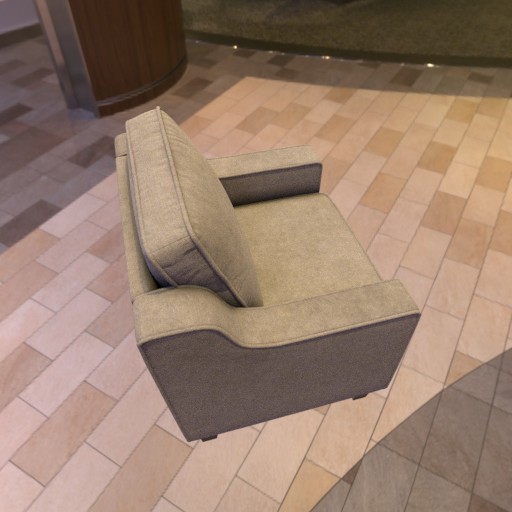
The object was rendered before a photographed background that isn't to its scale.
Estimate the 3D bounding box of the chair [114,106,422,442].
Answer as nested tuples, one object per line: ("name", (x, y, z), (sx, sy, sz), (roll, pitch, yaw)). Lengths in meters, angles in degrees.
("chair", (0.000, 0.000, 1.612), (0.840, 0.944, 0.926), (-11, 47, -11))
